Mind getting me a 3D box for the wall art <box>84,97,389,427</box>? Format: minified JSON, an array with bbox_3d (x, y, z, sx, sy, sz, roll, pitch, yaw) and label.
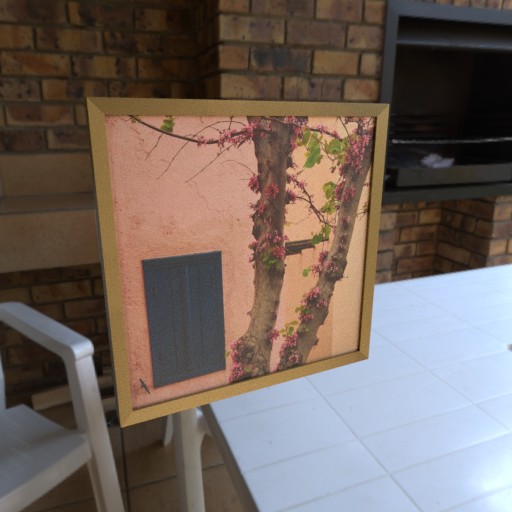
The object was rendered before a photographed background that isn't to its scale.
[{"bbox_3d":[0.000,0.000,0.771,0.507,0.508,0.038,-8,18,-25],"label":"wall art"}]
